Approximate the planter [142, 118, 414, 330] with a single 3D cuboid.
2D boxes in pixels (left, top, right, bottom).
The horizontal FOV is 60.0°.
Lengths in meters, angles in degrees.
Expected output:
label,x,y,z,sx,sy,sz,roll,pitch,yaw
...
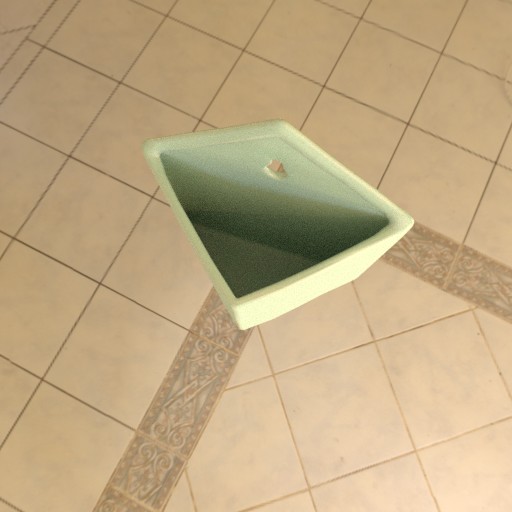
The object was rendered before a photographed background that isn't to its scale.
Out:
label,x,y,z,sx,sy,sz,roll,pitch,yaw
planter,0.000,0.000,0.279,0.164,0.197,0.079,17,76,4
